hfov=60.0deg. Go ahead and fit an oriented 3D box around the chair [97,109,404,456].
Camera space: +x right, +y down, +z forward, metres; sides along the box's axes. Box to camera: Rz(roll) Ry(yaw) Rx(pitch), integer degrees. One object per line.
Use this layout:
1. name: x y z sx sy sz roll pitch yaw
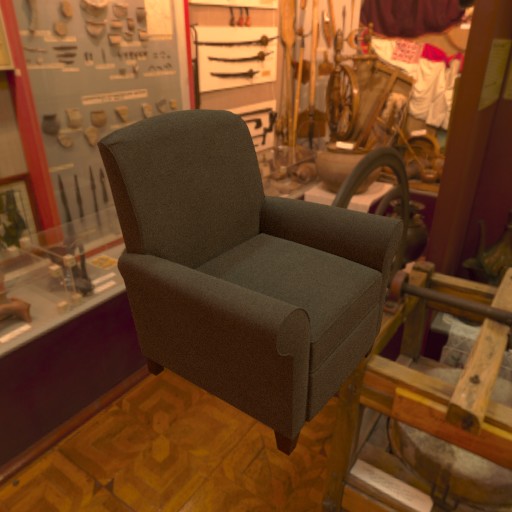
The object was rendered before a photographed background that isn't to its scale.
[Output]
1. chair: 0.000 0.000 1.812 0.905 1.061 0.978 18 32 32
